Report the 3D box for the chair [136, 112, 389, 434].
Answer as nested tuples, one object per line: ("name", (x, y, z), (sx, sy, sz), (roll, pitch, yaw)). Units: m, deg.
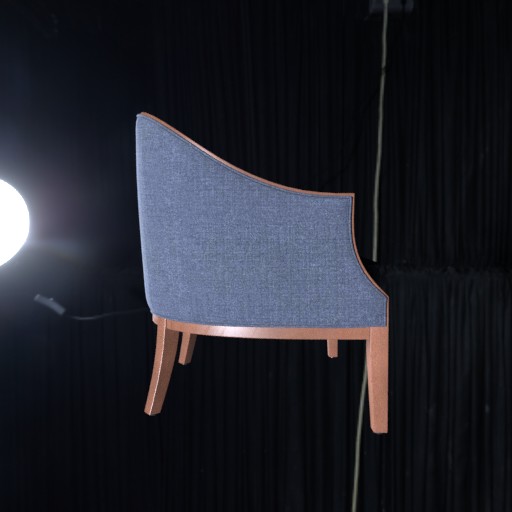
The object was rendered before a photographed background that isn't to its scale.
("chair", (0.000, 0.000, 1.488), (0.735, 0.876, 0.803), (0, 2, 1))
